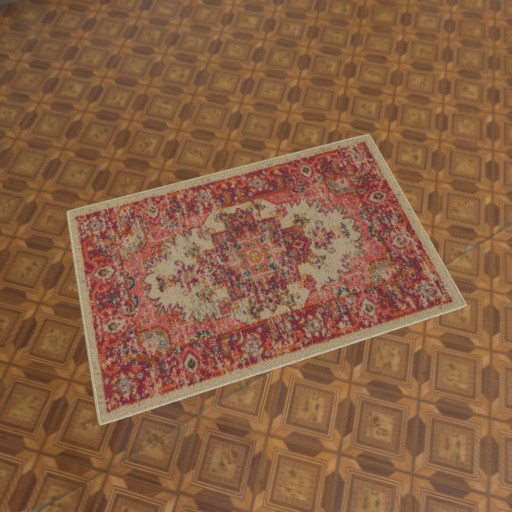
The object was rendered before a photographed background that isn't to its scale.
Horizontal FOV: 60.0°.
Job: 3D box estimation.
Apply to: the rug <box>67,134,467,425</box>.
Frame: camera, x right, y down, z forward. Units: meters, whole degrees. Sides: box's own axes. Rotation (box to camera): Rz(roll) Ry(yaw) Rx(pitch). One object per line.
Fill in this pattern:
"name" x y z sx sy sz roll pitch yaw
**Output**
"rug" 0.000 0.000 1.102 0.868 0.004 0.556 -16 64 -8
